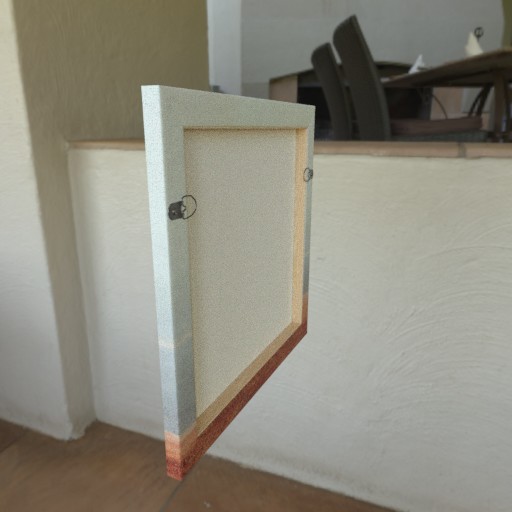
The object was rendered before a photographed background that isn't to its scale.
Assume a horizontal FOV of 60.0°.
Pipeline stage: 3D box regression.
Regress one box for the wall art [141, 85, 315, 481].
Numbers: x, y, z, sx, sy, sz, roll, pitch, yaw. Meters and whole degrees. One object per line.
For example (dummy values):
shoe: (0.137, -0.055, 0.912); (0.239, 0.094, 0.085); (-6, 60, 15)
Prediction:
wall art: (0.000, 0.000, 0.606); (0.023, 0.405, 0.405); (8, 18, 25)
